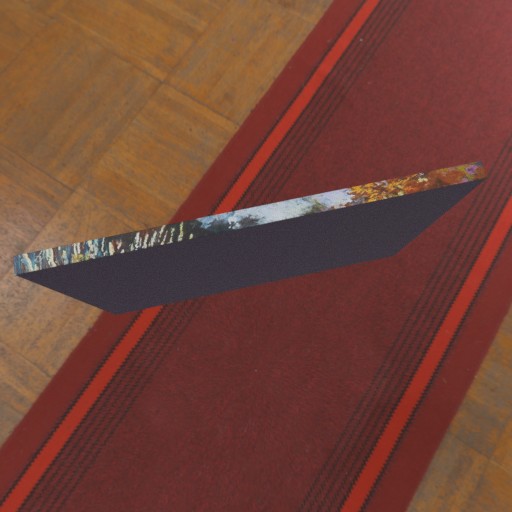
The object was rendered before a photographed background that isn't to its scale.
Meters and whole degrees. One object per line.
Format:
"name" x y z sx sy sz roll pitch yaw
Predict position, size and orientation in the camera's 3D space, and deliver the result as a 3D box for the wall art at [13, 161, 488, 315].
"wall art" 0.000 0.000 1.129 0.908 0.604 0.037 -12 76 -3
